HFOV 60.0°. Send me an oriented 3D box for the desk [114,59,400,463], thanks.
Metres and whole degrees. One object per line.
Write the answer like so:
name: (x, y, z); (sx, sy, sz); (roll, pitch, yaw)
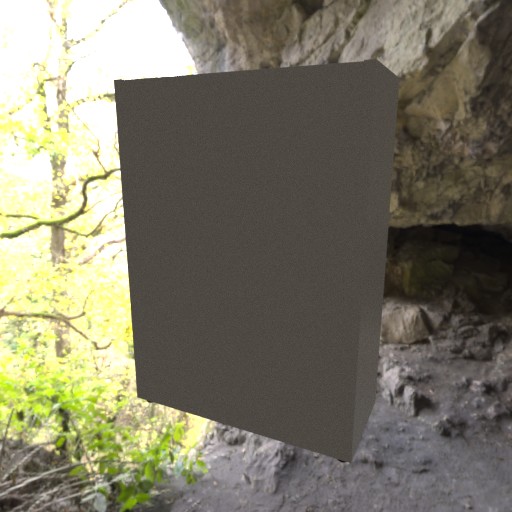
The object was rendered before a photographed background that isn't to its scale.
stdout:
desk: (0.000, 0.000, 1.592); (0.850, 1.190, 0.390); (7, 16, 25)
